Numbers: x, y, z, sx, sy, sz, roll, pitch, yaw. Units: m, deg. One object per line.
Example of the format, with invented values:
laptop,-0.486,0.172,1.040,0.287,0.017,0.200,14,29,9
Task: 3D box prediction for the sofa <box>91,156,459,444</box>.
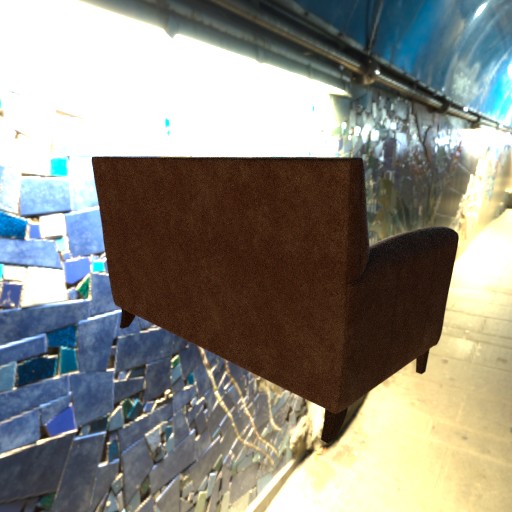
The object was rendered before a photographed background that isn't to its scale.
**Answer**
sofa,0.000,0.000,1.973,0.787,0.871,1.473,-12,18,-43
